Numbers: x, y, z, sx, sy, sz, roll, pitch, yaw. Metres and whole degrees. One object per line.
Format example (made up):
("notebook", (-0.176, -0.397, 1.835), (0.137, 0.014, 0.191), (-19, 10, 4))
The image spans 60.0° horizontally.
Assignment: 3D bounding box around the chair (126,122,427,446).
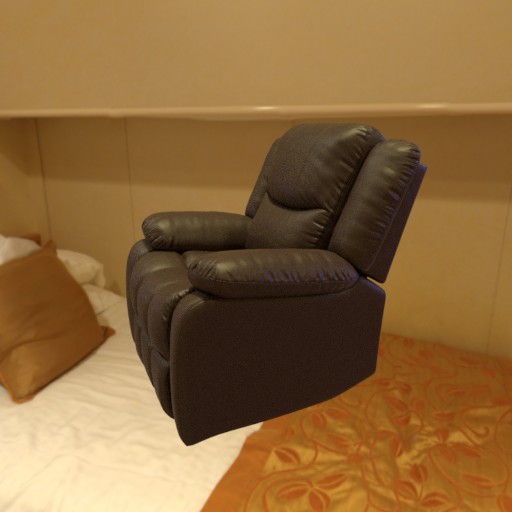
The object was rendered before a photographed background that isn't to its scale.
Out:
("chair", (0.000, 0.000, 1.748), (0.934, 1.009, 0.899), (-8, 18, -25))
